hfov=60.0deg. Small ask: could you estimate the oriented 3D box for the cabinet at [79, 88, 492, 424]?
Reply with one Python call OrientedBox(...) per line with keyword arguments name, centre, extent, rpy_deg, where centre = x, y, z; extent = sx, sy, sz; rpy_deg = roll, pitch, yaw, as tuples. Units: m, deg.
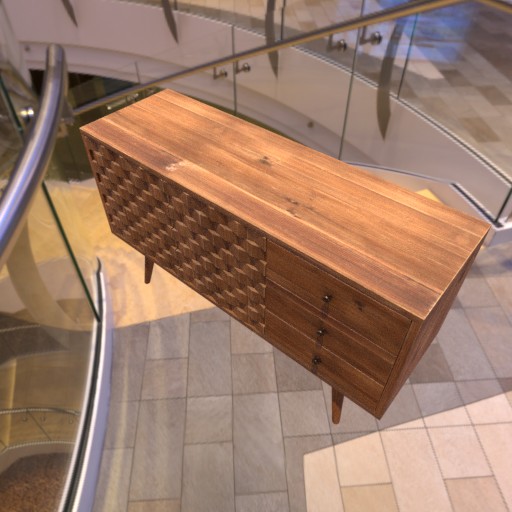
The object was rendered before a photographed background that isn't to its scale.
OrientedBox(name="cabinet", centre=(0.000, 0.000, 1.764), extent=(1.400, 0.800, 0.472), rpy_deg=(31, 53, 27))
